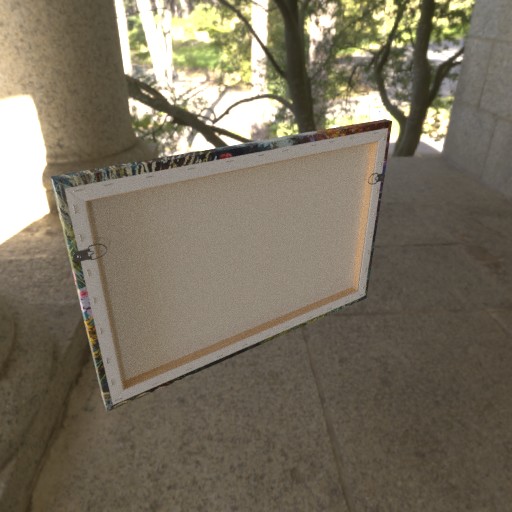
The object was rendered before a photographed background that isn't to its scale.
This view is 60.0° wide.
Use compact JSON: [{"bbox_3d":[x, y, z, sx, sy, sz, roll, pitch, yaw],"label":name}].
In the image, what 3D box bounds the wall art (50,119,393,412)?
[{"bbox_3d":[0.000,0.000,1.489,1.136,0.760,0.042,-18,34,-29],"label":"wall art"}]
